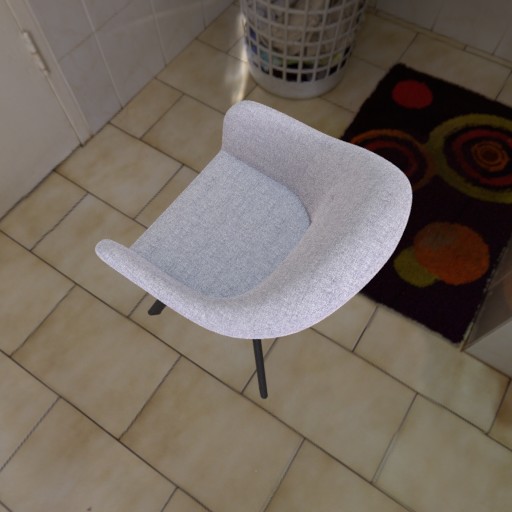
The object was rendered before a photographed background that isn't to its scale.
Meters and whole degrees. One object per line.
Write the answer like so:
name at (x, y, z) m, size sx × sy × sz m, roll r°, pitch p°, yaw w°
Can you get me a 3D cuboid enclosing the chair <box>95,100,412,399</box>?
chair at (0.000, 0.000, 1.143) m, size 0.570 × 0.780 × 0.540 m, roll 33°, pitch 68°, yaw 15°
